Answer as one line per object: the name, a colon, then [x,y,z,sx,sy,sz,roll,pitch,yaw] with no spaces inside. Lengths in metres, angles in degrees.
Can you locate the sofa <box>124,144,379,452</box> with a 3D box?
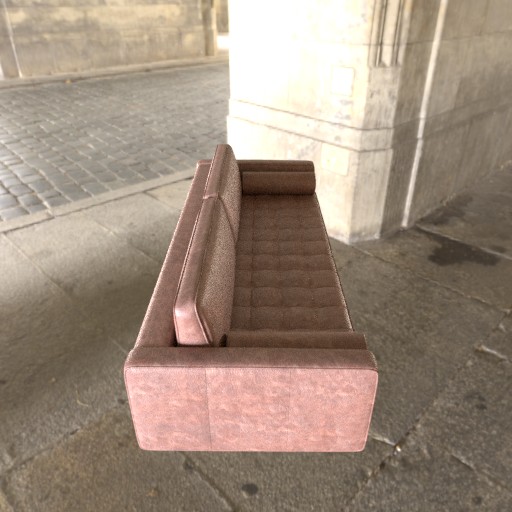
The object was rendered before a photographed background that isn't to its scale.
sofa: [0.000,0.000,2.547,0.914,0.762,2.210,0,31,0]
